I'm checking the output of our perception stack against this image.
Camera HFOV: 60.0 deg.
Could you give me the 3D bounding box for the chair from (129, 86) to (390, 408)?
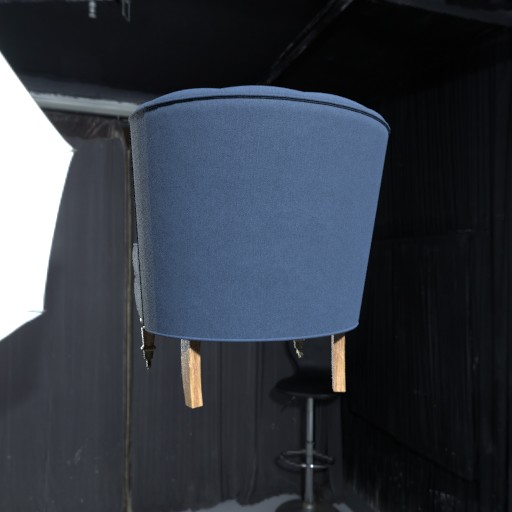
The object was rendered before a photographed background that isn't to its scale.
[{"bbox_3d":[0.000,0.000,1.322,0.740,0.771,0.718,0,-1,-19],"label":"chair"}]
